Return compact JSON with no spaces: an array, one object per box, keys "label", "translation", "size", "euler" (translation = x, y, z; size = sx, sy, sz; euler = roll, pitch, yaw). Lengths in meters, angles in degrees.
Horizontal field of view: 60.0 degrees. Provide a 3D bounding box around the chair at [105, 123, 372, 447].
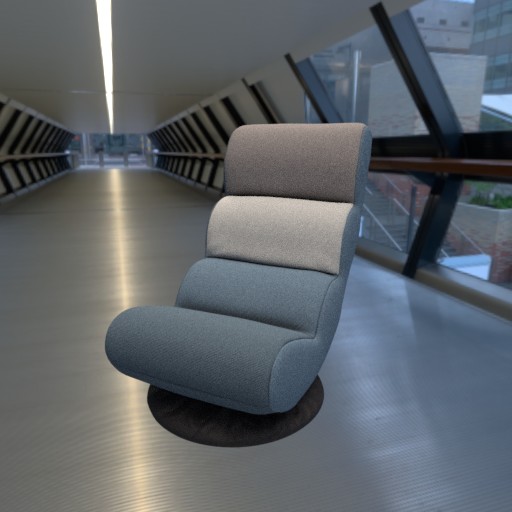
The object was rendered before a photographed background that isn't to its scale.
[{"label":"chair","translation":[0.000,0.000,1.080],"size":[0.420,0.641,0.661],"euler":[7,16,26]}]
